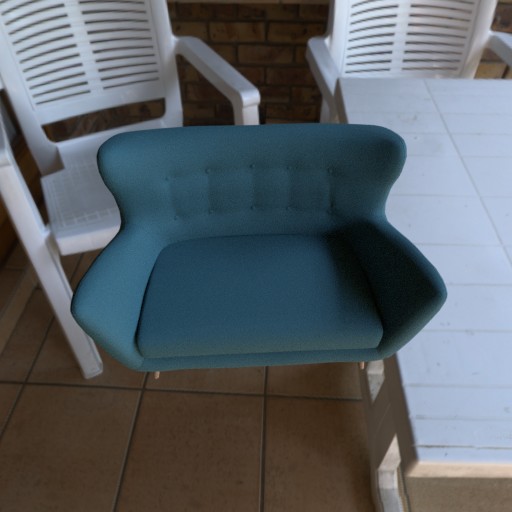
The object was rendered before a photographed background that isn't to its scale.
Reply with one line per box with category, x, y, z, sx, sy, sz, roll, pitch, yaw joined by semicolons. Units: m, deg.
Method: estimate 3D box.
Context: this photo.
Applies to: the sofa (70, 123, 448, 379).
sofa;0.000;0.000;2.006;1.397;0.889;0.889;-2;46;-2
